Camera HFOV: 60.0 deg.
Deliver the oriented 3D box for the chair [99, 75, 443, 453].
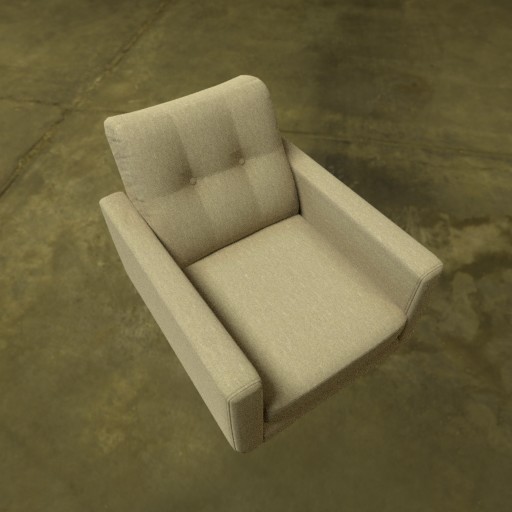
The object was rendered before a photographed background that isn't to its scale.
[{"bbox_3d":[0.000,0.000,1.793,0.897,0.965,1.128,-27,54,-22],"label":"chair"}]
